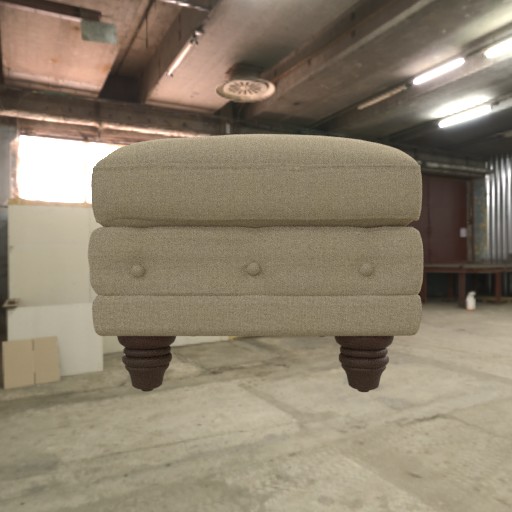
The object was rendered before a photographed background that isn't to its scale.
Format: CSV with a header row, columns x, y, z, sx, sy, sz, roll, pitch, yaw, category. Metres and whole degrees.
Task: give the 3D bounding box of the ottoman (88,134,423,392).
x,y,z,sx,sy,sz,roll,pitch,yaw,category
0.000,0.000,1.026,0.541,0.463,0.684,0,0,1,ottoman
